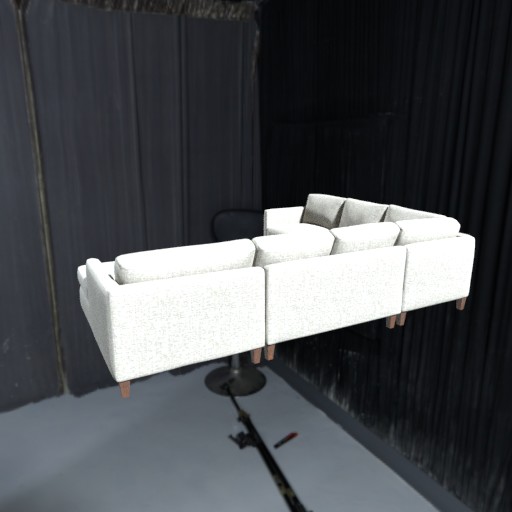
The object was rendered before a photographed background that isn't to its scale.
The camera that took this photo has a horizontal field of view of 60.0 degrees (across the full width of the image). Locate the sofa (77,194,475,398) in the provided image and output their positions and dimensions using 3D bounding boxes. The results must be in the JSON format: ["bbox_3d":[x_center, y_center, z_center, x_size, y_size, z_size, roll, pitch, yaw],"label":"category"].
[{"bbox_3d":[0.000,0.000,4.602,3.460,0.959,2.593,-8,16,-28],"label":"sofa"}]
